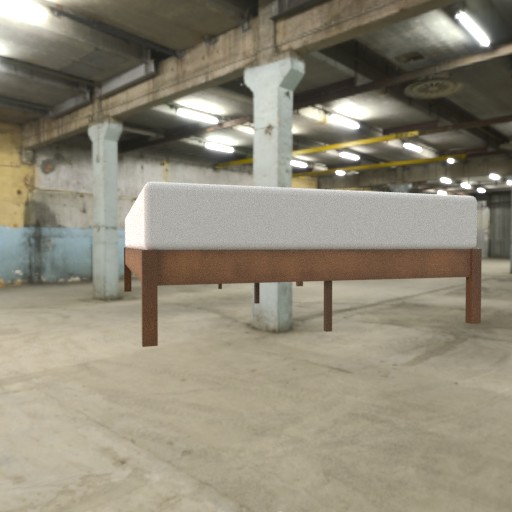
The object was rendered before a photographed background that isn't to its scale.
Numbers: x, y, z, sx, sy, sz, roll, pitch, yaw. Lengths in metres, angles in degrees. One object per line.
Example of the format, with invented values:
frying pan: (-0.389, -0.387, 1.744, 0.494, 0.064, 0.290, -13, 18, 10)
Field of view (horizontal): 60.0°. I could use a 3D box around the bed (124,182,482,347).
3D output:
bed: (0.000, 0.000, 2.784, 1.529, 0.593, 2.050, 0, 1, -18)
